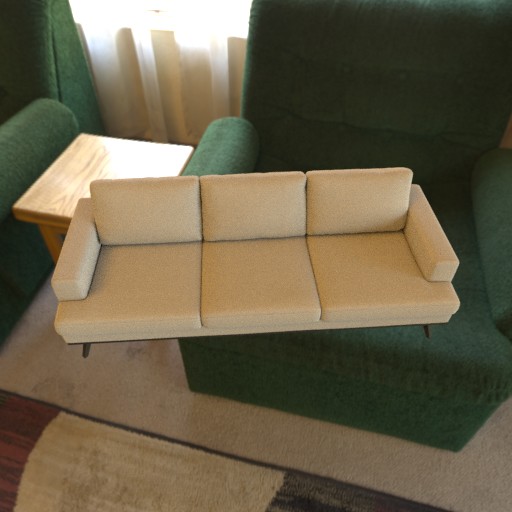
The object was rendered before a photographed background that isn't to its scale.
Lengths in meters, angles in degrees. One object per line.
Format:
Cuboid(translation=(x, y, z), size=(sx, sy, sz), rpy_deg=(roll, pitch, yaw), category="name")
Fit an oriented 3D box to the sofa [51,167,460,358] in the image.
Cuboid(translation=(0.000, 0.000, 2.786), size=(2.310, 0.810, 0.920), rpy_deg=(-3, 46, -3), category="sofa")
